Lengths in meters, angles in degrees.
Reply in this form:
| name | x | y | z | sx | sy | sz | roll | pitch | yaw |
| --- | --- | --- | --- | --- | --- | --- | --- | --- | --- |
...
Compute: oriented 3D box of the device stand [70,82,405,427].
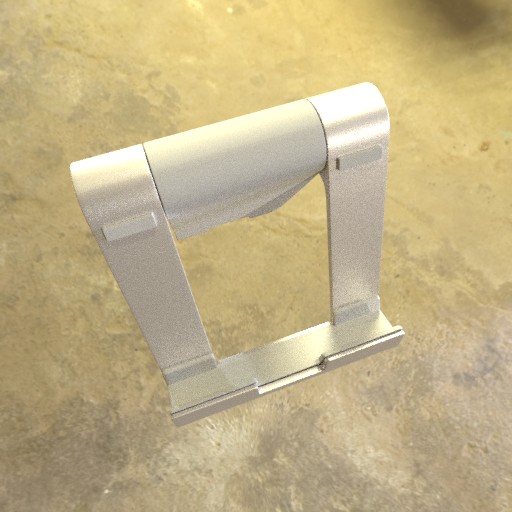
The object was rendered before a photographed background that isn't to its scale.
| name | x | y | z | sx | sy | sz | roll | pitch | yaw |
| --- | --- | --- | --- | --- | --- | --- | --- | --- | --- |
| device stand | 0.000 | 0.000 | 0.148 | 0.086 | 0.084 | 0.079 | -18 | 66 | -8 |
